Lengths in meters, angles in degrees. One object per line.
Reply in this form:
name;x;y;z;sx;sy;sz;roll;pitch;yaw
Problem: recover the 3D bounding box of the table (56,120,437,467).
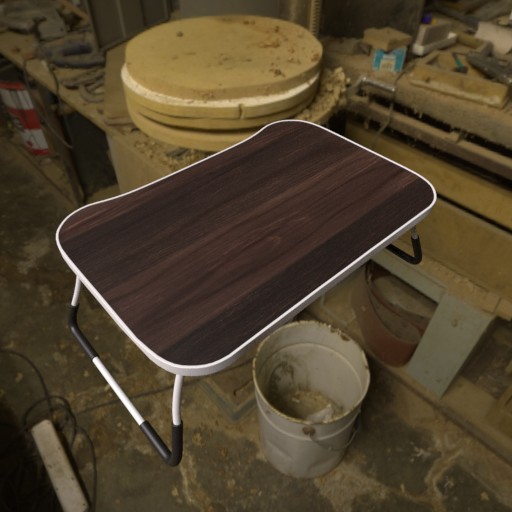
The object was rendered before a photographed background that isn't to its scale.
table;0.000;0.000;0.841;0.660;0.232;0.400;-32;53;-29
